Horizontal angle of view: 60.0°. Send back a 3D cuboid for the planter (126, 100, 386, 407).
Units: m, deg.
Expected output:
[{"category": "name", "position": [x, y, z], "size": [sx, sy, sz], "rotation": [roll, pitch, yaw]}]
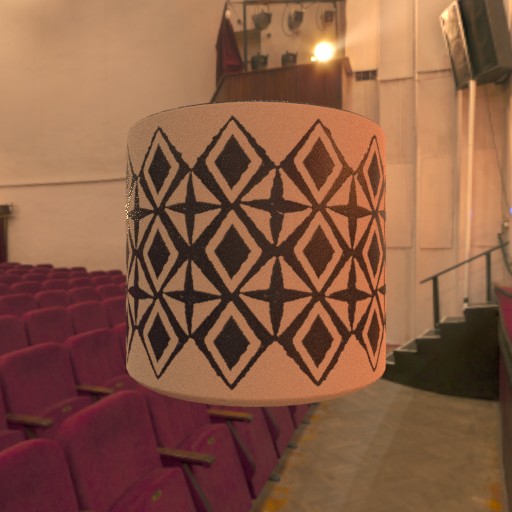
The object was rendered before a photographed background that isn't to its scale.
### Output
[{"category": "planter", "position": [0.000, 0.000, 0.282], "size": [0.159, 0.144, 0.159], "rotation": [0, 0, 0]}]
